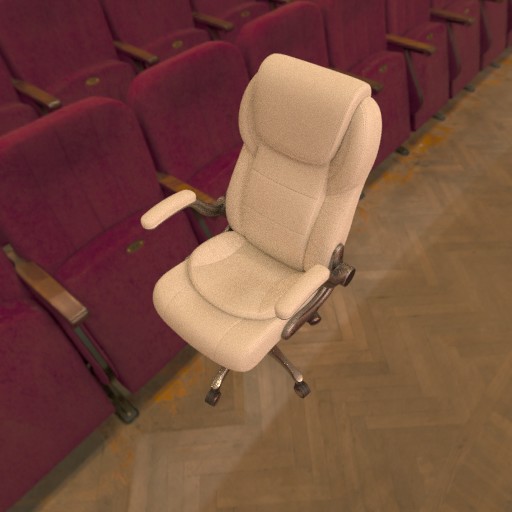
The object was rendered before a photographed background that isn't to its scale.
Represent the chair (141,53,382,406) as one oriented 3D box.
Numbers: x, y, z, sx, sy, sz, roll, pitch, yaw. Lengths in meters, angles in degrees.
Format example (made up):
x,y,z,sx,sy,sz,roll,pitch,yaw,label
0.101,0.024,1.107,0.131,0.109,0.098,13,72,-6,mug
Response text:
x,y,z,sx,sy,sz,roll,pitch,yaw,label
0.000,0.000,1.823,0.755,1.330,0.806,31,54,26,chair
